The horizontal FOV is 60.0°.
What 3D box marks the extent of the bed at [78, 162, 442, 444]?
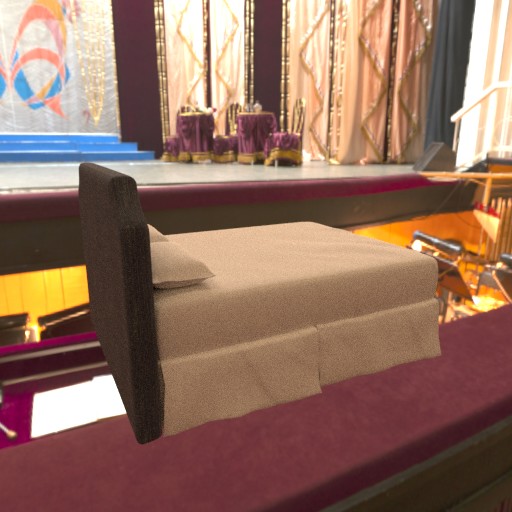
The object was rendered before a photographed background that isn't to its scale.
[{"bbox_3d":[0.000,0.000,3.138,2.116,1.290,1.693,-8,17,-26],"label":"bed"}]
